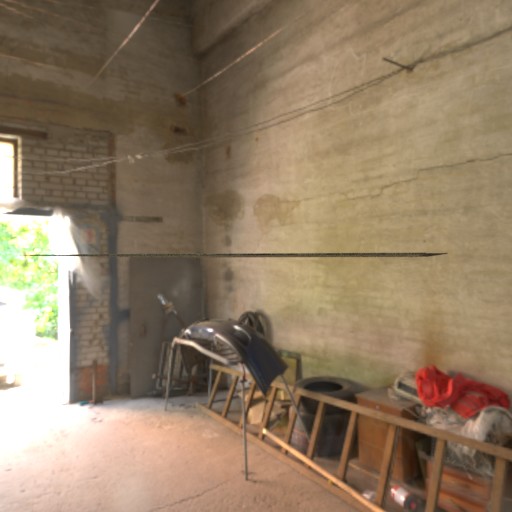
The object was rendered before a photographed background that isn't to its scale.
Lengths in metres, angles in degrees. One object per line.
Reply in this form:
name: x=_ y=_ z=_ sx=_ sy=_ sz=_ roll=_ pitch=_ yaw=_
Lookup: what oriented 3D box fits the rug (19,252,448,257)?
rug: x=0.000 y=0.000 z=4.084 sx=3.056 sy=0.010 sz=2.437 roll=0 pitch=-1 yaw=19
